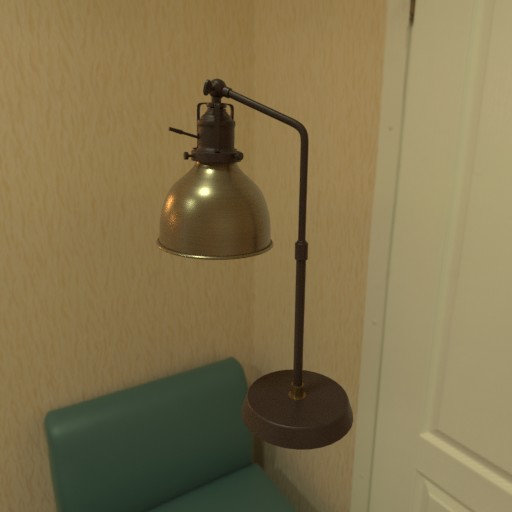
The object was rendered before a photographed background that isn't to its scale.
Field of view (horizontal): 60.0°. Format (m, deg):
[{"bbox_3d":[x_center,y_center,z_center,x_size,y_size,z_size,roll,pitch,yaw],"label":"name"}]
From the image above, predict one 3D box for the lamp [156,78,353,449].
[{"bbox_3d":[0.000,0.000,0.622,0.298,0.469,0.175,8,18,26],"label":"lamp"}]
